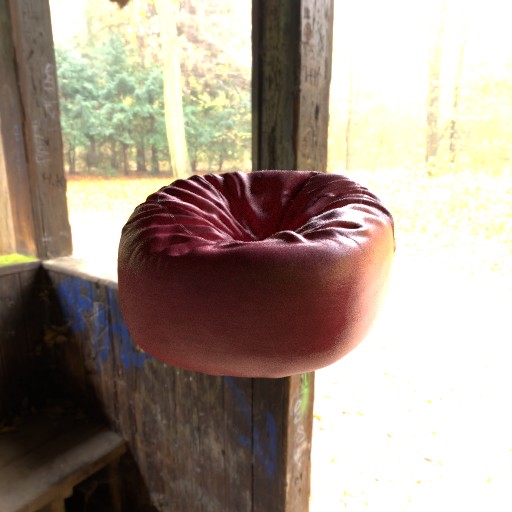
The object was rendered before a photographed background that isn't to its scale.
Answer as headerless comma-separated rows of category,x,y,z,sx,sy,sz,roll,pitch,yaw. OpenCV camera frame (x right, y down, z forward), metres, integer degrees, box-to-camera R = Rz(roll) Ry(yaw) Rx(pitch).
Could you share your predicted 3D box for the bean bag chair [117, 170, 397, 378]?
bean bag chair,0.000,0.000,2.456,1.524,0.878,1.524,2,14,8
